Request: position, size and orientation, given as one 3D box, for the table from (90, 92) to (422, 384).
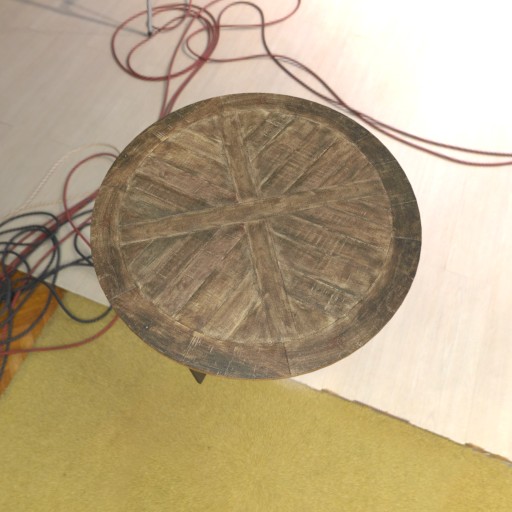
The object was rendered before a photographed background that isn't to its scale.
[{"bbox_3d":[0.000,0.000,2.049,1.264,0.762,1.264,0,63,0],"label":"table"}]
